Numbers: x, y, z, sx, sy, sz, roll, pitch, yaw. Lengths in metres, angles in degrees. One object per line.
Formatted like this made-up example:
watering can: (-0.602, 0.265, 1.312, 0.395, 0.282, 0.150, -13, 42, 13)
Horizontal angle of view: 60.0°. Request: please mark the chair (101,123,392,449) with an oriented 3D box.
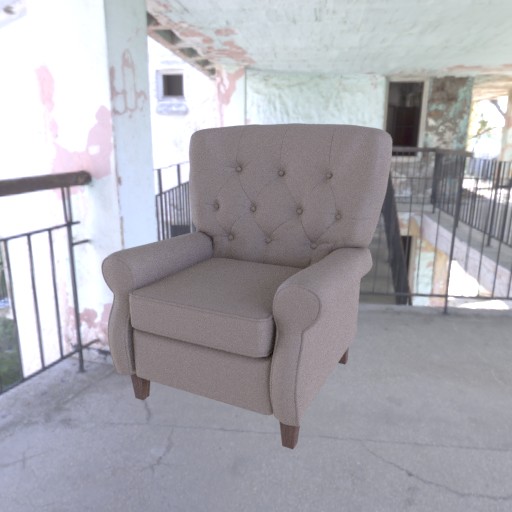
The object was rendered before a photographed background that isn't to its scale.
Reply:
chair: (0.000, 0.000, 1.951, 0.999, 1.138, 1.041, 7, 17, 26)
